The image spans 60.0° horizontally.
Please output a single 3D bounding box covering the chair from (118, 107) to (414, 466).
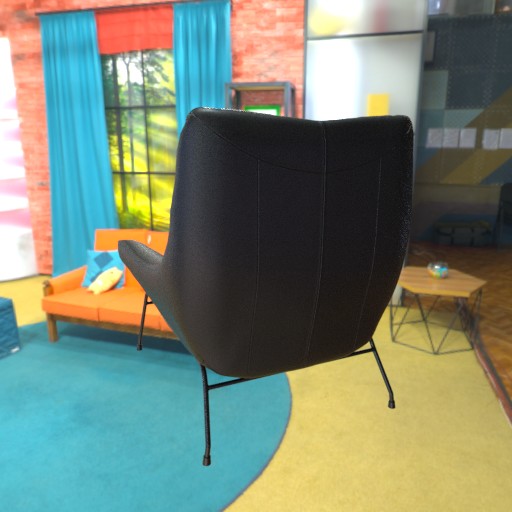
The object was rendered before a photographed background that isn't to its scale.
[{"bbox_3d":[0.000,0.000,1.552,0.836,0.922,0.826,-6,15,-24],"label":"chair"}]
